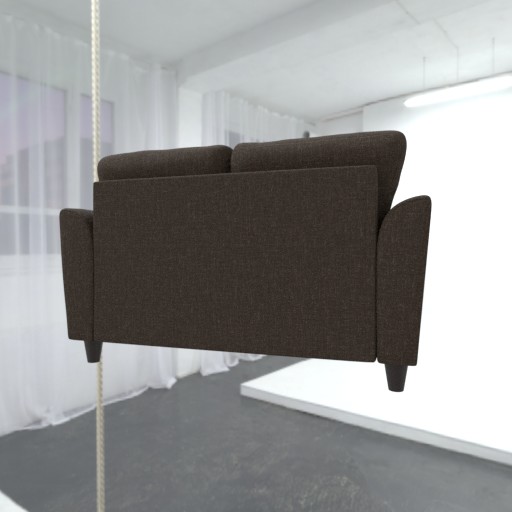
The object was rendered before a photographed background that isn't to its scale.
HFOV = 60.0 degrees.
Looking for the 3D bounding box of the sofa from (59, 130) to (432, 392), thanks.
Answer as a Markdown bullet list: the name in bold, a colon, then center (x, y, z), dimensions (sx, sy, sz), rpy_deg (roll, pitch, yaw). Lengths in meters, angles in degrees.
- **sofa**: center (0.000, 0.000, 1.985), dimensions (1.423, 0.885, 0.851), rpy_deg (0, 1, 18)
